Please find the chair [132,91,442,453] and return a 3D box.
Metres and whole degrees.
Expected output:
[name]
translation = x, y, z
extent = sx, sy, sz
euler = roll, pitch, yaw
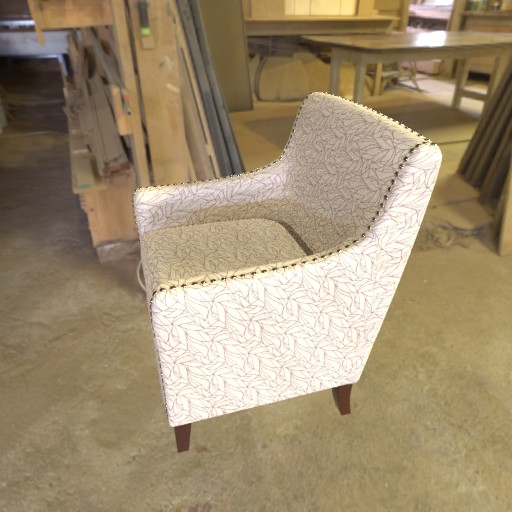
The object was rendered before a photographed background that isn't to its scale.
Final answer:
[chair]
translation = 0.000, 0.000, 1.302
extent = 0.651, 0.816, 0.623
euler = -9, 32, -15
